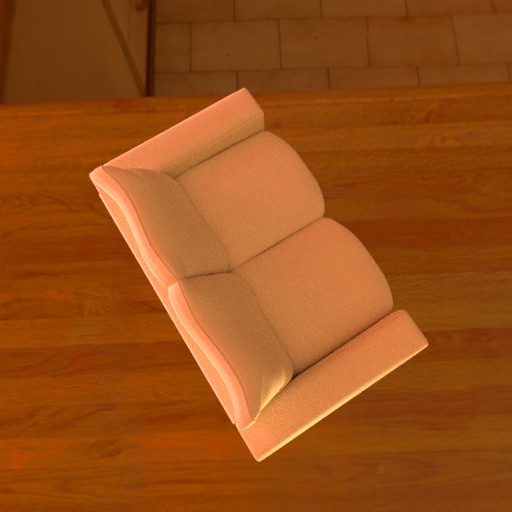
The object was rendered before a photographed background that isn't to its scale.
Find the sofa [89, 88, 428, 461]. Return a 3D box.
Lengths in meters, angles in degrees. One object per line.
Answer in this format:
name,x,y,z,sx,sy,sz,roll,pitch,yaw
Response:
sofa,0.000,0.000,2.432,1.091,0.875,1.754,-32,78,-8
